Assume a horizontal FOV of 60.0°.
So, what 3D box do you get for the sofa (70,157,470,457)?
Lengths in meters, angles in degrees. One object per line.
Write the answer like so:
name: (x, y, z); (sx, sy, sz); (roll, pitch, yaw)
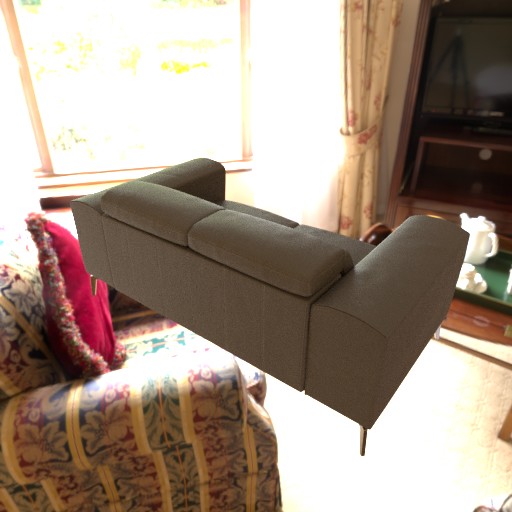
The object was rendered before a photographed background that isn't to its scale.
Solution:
sofa: (0.000, 0.000, 2.409); (1.895, 0.779, 1.003); (21, 36, 32)
